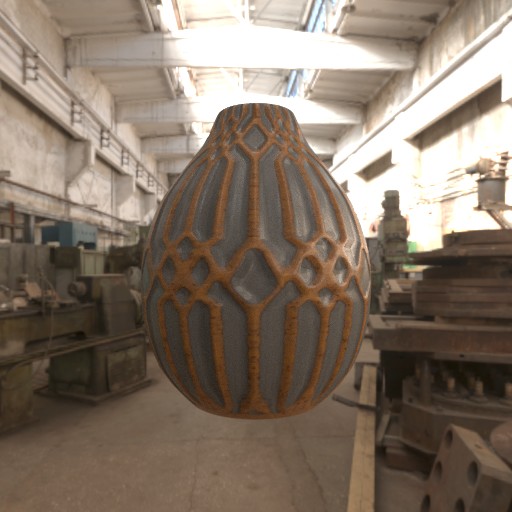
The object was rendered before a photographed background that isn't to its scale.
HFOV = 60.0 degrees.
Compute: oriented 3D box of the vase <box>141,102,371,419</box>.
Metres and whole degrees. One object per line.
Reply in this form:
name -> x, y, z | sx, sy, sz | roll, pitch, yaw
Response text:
vase -> 0.000, 0.000, 0.137 | 0.069, 0.088, 0.069 | 0, 0, 0
